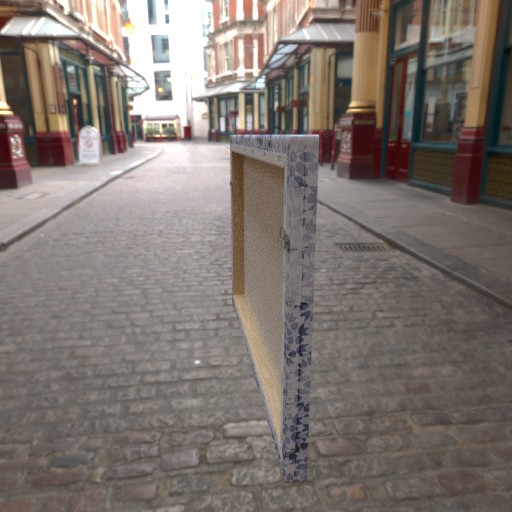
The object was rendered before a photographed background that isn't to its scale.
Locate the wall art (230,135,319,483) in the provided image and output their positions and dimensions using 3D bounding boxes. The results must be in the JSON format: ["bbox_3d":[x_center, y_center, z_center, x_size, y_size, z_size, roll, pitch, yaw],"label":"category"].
[{"bbox_3d":[0.000,0.000,0.771,0.030,0.406,0.608,-2,15,-9],"label":"wall art"}]
